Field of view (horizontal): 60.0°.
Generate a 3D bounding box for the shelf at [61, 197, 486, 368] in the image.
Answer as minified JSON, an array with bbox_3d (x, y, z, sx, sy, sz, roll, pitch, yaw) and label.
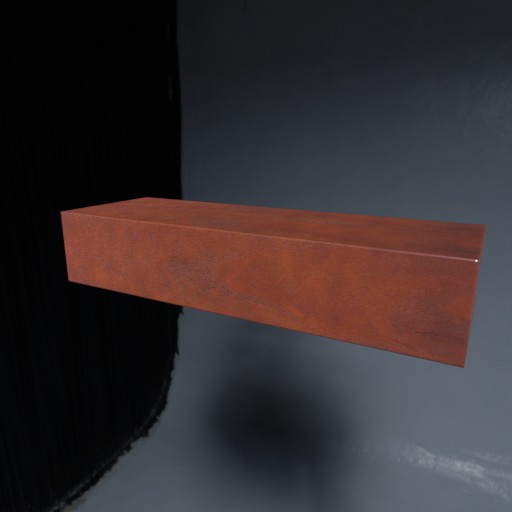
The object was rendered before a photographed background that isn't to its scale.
[{"bbox_3d":[0.000,0.000,0.509,0.457,0.088,0.152,8,17,28],"label":"shelf"}]
